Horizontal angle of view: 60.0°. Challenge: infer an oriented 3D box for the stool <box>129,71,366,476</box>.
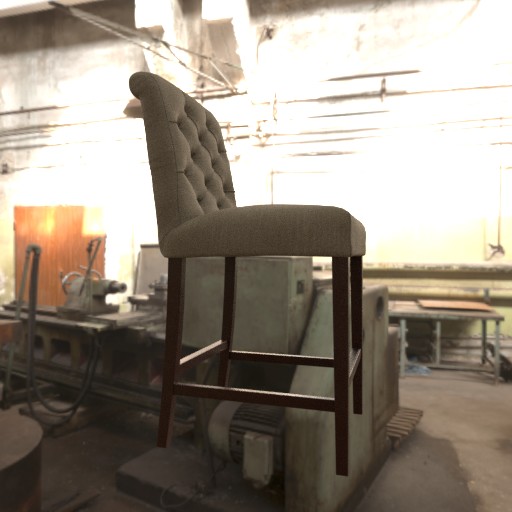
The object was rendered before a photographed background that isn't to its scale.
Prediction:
[{"bbox_3d":[0.000,0.000,1.405,0.660,1.084,0.486,0,0,18],"label":"stool"}]
